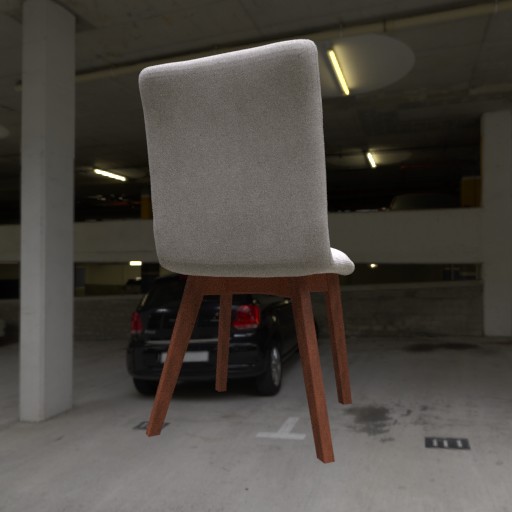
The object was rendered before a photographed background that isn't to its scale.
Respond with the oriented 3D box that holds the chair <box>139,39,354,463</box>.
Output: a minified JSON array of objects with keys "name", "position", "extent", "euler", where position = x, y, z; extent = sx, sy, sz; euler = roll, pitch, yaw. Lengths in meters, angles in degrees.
[{"name":"chair","position":[0.000,0.000,1.299],"extent":[0.522,0.974,0.563],"euler":[0,-1,19]}]
